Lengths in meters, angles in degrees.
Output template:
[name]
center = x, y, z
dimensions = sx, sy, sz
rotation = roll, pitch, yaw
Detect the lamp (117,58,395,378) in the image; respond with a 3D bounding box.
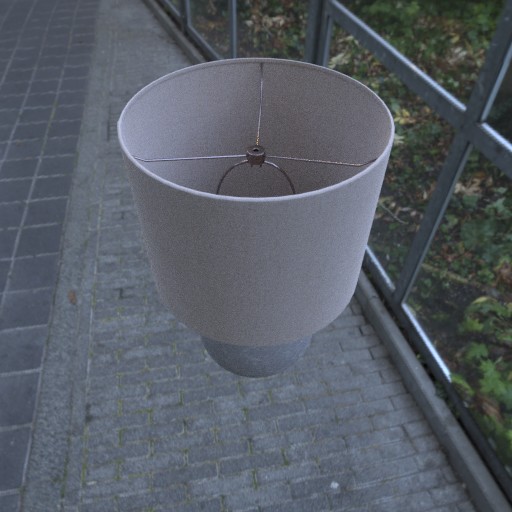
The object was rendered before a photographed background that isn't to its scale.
[lamp]
center = 0.000, 0.000, 0.586
dimensions = 0.269, 0.409, 0.269
rotation = 2, 46, 2
